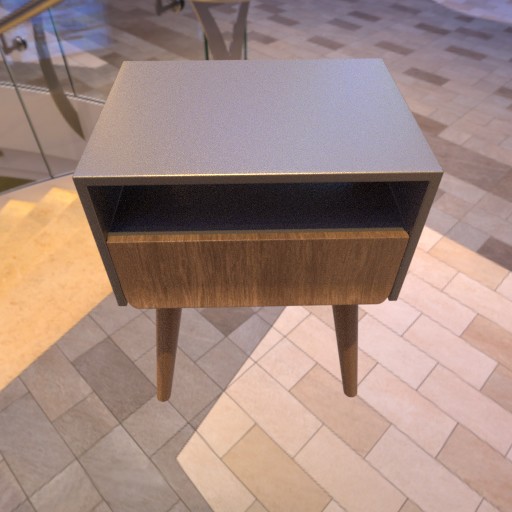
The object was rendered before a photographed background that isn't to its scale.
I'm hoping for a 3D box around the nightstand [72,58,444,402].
[{"bbox_3d":[0.000,0.000,0.714,0.370,0.508,0.288,-1,46,-1],"label":"nightstand"}]
